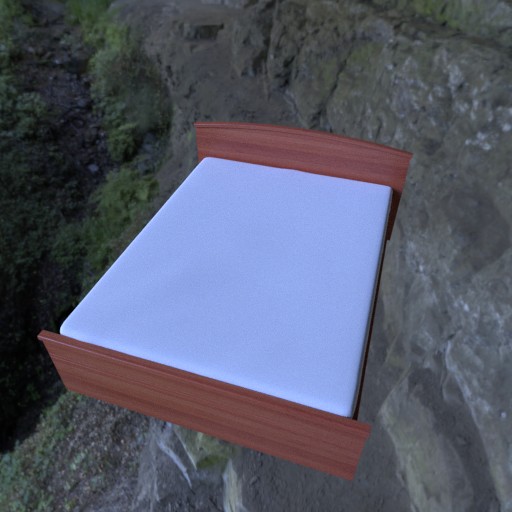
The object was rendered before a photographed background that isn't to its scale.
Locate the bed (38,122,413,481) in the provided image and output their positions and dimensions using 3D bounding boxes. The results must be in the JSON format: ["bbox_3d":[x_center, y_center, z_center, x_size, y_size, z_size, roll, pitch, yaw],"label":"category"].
[{"bbox_3d":[0.000,0.000,2.855,1.683,0.848,2.053,12,42,14],"label":"bed"}]
